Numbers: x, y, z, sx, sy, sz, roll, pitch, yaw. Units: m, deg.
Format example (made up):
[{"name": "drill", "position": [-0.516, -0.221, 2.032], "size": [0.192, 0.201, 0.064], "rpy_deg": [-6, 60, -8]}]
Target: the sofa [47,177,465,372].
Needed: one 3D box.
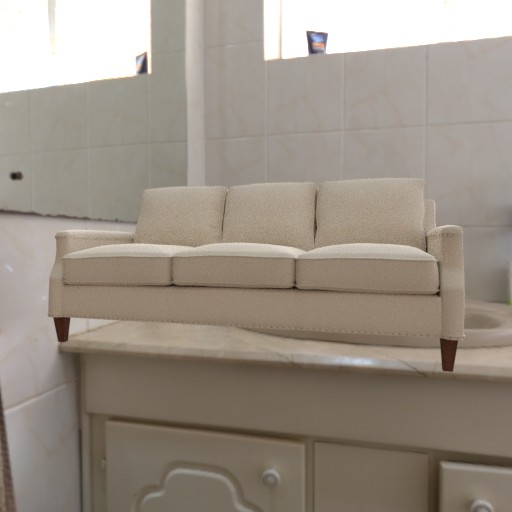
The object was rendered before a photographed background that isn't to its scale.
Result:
[{"name": "sofa", "position": [0.000, 0.000, 2.757], "size": [2.246, 1.003, 1.084], "rpy_deg": [0, 1, 17]}]
